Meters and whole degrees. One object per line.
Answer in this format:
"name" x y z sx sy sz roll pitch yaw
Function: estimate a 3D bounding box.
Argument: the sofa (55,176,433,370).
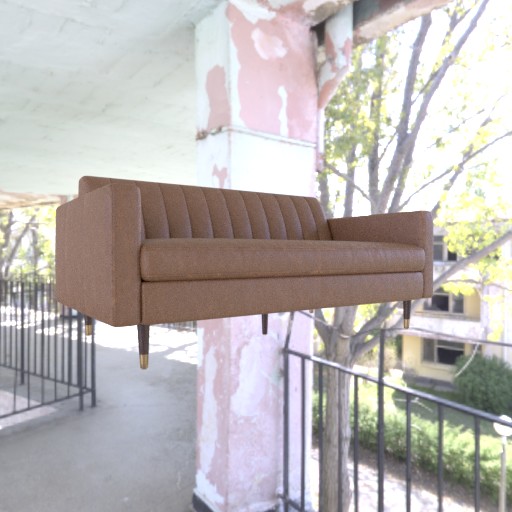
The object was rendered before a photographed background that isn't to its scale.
"sofa" 0.000 0.000 2.372 1.847 0.821 0.993 0 0 -34
